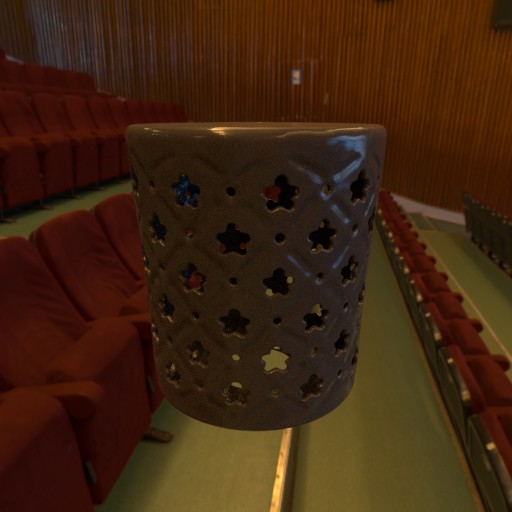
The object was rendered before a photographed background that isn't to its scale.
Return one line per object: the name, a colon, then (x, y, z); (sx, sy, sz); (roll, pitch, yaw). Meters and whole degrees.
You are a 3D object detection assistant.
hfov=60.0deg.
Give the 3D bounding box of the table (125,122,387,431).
table: (0.000, 0.000, 0.669); (0.352, 0.387, 0.352); (0, 18, 0)
